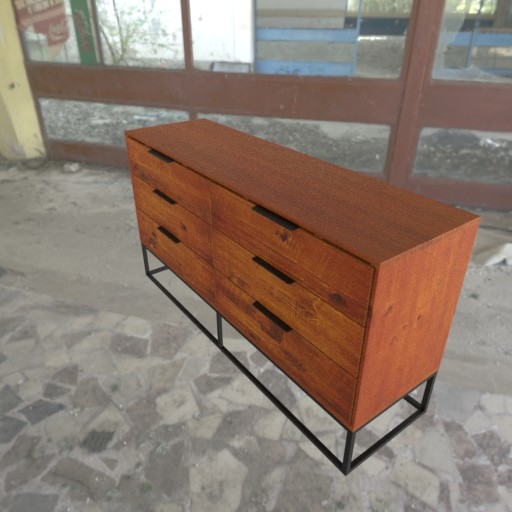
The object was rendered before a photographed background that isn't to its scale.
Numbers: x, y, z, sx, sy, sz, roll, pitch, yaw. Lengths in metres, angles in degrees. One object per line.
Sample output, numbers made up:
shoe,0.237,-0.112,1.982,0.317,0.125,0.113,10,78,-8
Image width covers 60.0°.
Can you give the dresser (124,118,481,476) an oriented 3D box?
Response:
dresser,0.000,0.000,1.883,0.464,0.810,1.536,-20,36,-31
